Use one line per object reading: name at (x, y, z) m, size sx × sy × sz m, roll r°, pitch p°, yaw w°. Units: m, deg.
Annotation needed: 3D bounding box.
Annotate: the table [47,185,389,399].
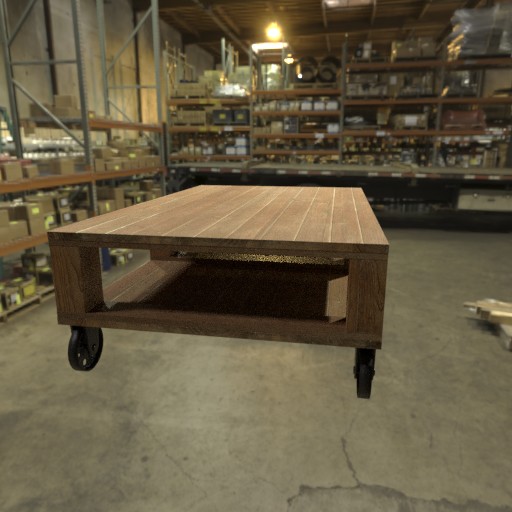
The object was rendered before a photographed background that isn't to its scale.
table at (0.000, 0.000, 1.708) m, size 0.827 × 0.413 × 1.299 m, roll 3°, pitch 14°, yaw 10°
